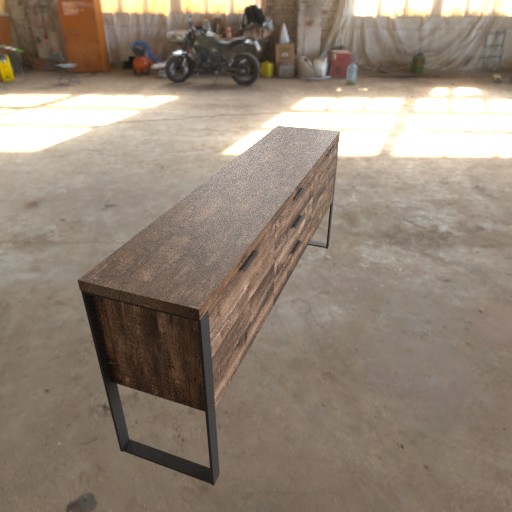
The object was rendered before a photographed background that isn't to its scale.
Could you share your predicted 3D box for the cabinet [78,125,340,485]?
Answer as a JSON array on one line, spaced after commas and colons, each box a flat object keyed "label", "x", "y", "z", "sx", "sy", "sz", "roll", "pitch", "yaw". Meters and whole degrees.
[{"label": "cabinet", "x": 0.000, "y": 0.000, "z": 2.105, "sx": 0.395, "sy": 0.762, "sz": 1.800, "roll": 11, "pitch": 32, "yaw": 18}]
